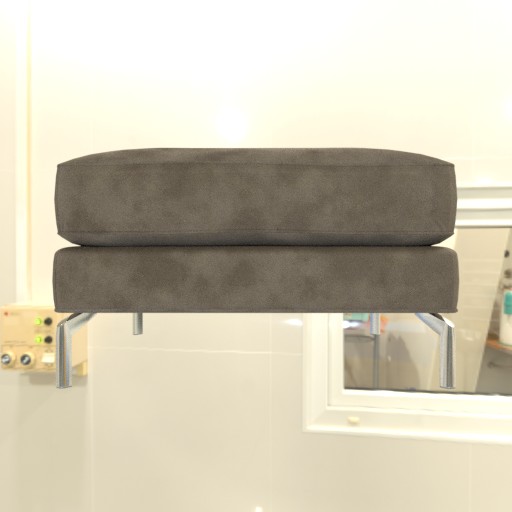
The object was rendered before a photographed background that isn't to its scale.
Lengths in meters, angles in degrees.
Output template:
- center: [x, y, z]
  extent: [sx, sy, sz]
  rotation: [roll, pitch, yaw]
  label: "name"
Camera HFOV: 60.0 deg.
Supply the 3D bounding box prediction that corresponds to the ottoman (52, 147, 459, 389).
- center: [0.000, 0.000, 1.024]
  extent: [0.719, 0.456, 0.520]
  rotation: [0, 1, 0]
  label: "ottoman"
